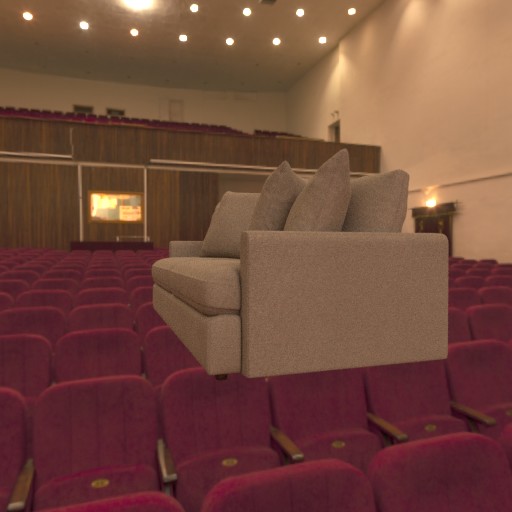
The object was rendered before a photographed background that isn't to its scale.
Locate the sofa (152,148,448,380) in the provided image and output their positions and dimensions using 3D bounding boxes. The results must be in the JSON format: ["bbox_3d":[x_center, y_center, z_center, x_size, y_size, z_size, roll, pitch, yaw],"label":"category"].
[{"bbox_3d":[0.000,0.000,3.091,1.228,1.084,2.380,0,1,-19],"label":"sofa"}]
